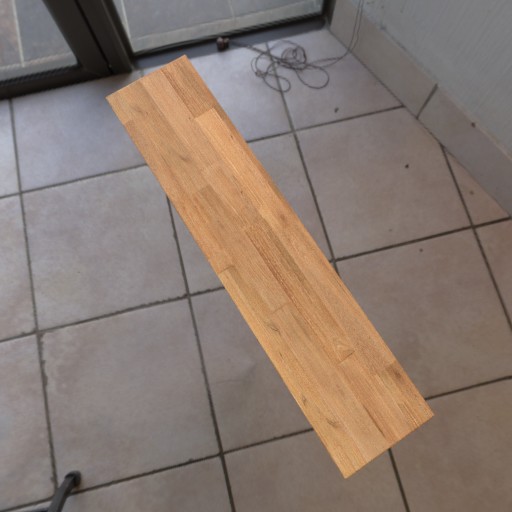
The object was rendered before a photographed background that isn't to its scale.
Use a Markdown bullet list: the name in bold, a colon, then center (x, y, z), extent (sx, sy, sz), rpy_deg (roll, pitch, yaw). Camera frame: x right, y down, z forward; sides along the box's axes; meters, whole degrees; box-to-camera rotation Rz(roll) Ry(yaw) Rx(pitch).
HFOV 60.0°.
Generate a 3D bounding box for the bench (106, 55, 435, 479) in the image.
- **bench**: center (0.000, 0.000, 1.875), extent (0.378, 0.431, 1.698), rpy_deg (-32, 78, -7)
